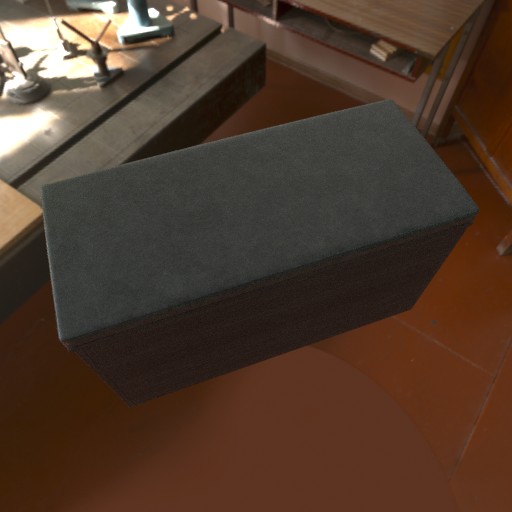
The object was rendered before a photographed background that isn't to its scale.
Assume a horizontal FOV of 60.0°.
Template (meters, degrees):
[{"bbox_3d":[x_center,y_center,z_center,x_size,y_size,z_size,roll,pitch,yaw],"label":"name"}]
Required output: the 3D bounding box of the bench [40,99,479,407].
[{"bbox_3d":[0.000,0.000,1.193,0.905,0.501,0.401,-17,59,-10],"label":"bench"}]
